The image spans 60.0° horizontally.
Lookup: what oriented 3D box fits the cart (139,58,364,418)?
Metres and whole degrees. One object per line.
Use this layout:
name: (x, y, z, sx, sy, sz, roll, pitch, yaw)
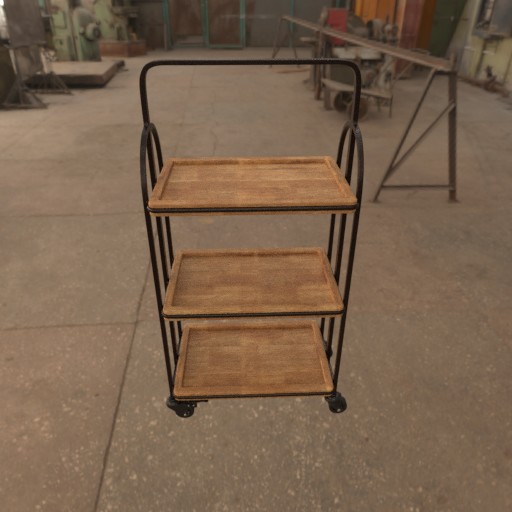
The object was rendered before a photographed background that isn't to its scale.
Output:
cart: (0.000, 0.000, 1.224, 0.553, 1.001, 0.327, -1, 31, -2)
